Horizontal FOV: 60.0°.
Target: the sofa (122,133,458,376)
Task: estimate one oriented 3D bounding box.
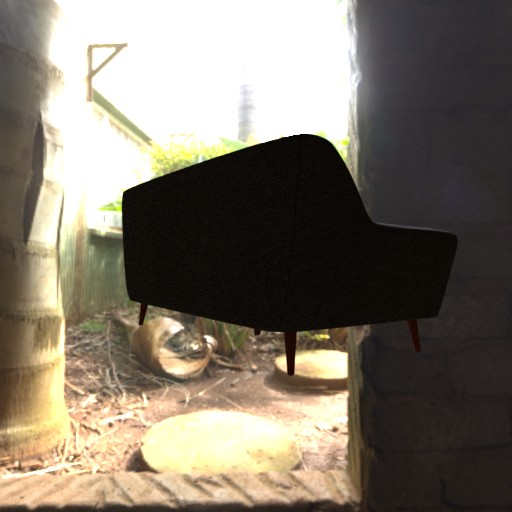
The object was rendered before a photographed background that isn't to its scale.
[{"bbox_3d":[0.000,0.000,2.501,0.975,0.896,1.929,0,0,-36],"label":"sofa"}]
